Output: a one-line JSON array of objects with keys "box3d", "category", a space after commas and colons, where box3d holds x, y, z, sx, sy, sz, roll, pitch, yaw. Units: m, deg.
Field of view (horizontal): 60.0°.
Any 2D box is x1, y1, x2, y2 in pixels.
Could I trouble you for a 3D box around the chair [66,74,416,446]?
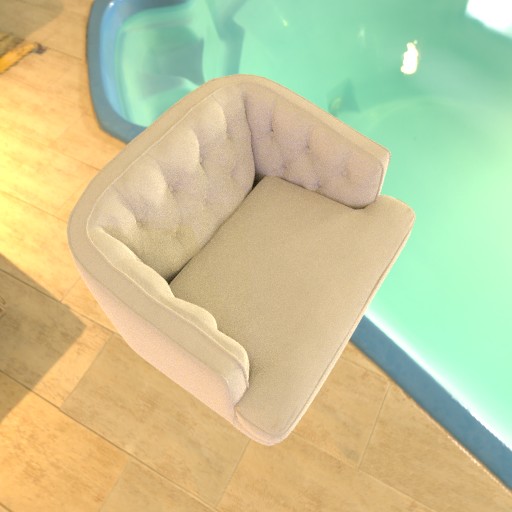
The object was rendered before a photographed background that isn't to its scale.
[{"box3d": [0.000, 0.000, 1.759, 0.941, 0.852, 1.104, 30, 63, 17], "category": "chair"}]
